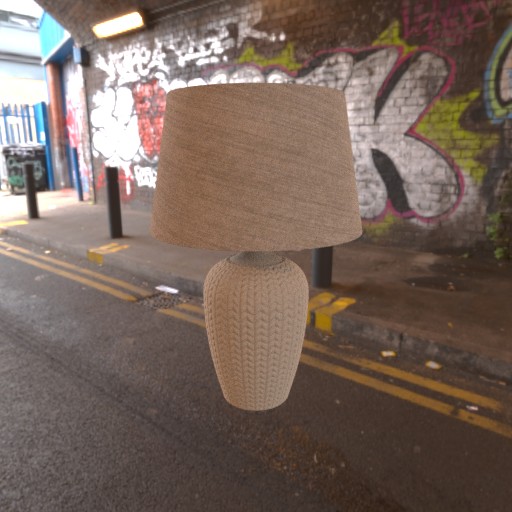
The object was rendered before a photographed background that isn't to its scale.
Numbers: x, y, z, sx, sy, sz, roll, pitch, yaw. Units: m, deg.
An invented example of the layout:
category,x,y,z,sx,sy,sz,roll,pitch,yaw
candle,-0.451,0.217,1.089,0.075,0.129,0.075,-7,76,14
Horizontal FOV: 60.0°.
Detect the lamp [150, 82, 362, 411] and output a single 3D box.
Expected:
category,x,y,z,sx,sy,sz,roll,pitch,yaw
lamp,0.000,0.000,0.846,0.390,0.580,0.390,0,13,0
